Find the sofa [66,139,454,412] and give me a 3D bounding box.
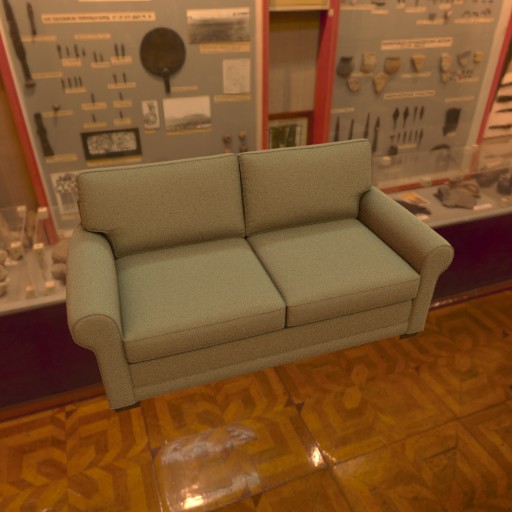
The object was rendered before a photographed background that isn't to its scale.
[{"bbox_3d":[0.000,0.000,2.430,1.930,0.952,0.940,-10,34,-16],"label":"sofa"}]
